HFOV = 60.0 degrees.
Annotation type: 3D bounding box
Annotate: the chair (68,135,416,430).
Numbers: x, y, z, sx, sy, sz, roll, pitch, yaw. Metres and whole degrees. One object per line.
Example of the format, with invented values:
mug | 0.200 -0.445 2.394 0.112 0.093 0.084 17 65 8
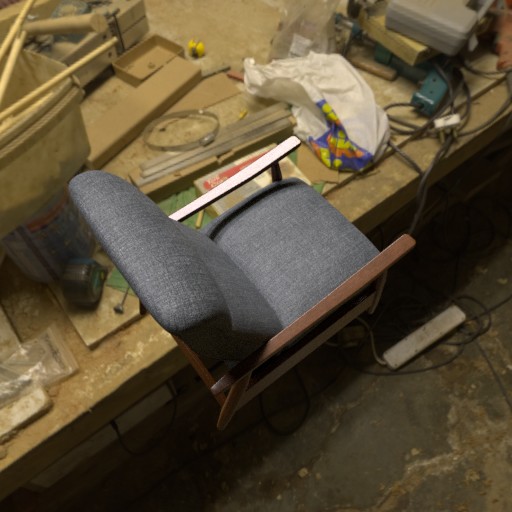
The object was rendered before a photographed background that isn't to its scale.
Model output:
chair | 0.000 0.000 1.818 1.030 1.082 0.762 -33 64 -19
